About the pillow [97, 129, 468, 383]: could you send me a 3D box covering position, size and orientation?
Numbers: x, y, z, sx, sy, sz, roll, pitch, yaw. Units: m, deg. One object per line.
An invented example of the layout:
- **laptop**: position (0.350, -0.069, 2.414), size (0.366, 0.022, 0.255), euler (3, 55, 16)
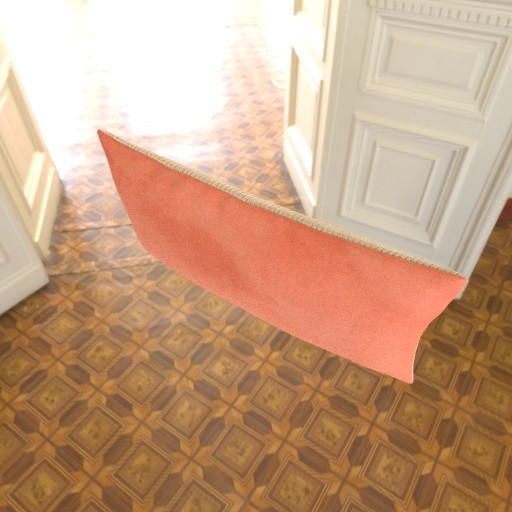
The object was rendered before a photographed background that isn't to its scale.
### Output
- **pillow**: position (0.000, 0.000, 0.742), size (0.608, 0.307, 0.155), euler (25, 50, 23)
